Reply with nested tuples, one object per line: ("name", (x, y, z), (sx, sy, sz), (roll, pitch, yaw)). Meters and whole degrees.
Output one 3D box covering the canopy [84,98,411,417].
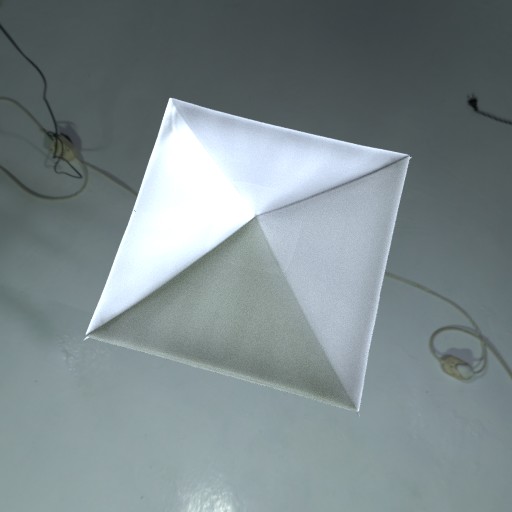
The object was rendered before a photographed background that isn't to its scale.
("canopy", (0.000, 0.000, 5.506), (2.996, 2.998, 2.994), (15, 76, 4))
